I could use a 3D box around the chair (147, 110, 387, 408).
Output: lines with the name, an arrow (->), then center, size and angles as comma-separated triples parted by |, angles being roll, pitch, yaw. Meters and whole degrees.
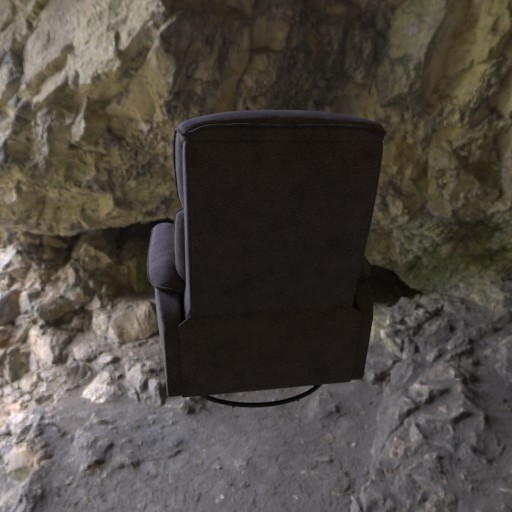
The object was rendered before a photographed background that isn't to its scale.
chair -> 0.000, 0.000, 1.743 | 0.830, 1.036, 1.009 | -2, 15, -10
